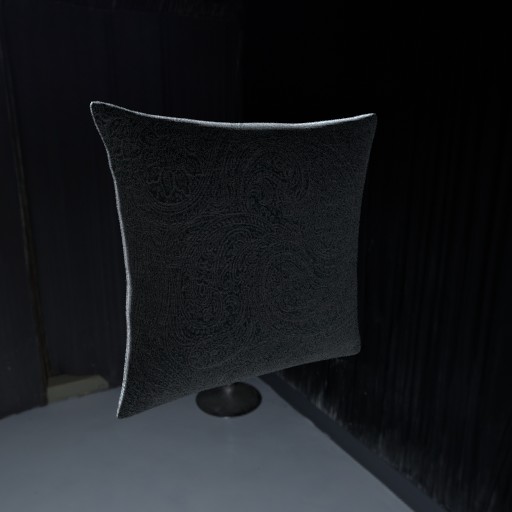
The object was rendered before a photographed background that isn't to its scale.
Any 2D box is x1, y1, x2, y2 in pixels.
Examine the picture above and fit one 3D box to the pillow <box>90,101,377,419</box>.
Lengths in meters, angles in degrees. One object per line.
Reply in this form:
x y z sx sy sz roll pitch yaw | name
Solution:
0.000 0.000 0.800 0.526 0.507 0.166 -7 16 -27 | pillow
